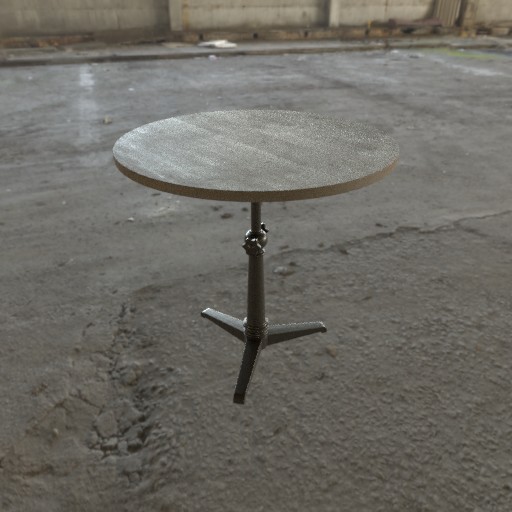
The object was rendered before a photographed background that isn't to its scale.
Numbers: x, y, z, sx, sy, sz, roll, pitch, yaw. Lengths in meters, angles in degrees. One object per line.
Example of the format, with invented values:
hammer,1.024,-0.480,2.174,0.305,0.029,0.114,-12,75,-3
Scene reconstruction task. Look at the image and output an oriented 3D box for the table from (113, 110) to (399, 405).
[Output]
table,0.000,0.000,1.480,0.800,0.780,0.800,0,30,0
